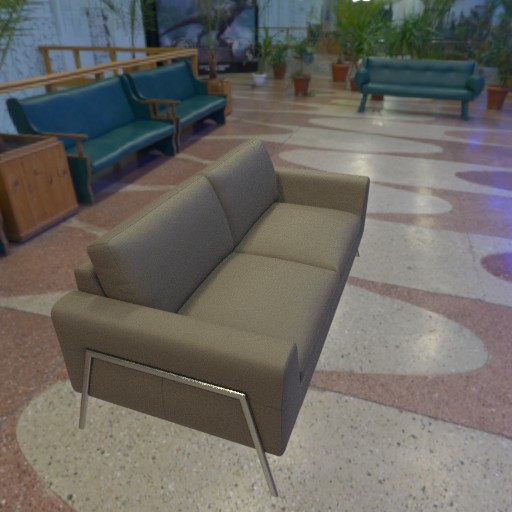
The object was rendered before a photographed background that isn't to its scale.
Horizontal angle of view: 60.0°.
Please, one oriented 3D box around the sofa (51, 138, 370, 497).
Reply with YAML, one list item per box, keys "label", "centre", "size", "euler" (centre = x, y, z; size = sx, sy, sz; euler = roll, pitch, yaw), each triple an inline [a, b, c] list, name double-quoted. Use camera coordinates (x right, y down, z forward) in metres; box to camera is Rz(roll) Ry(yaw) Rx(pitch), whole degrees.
- label: "sofa"
  centre: [0.000, 0.000, 2.437]
  size: [0.953, 0.875, 2.017]
  euler: [10, 30, 18]
